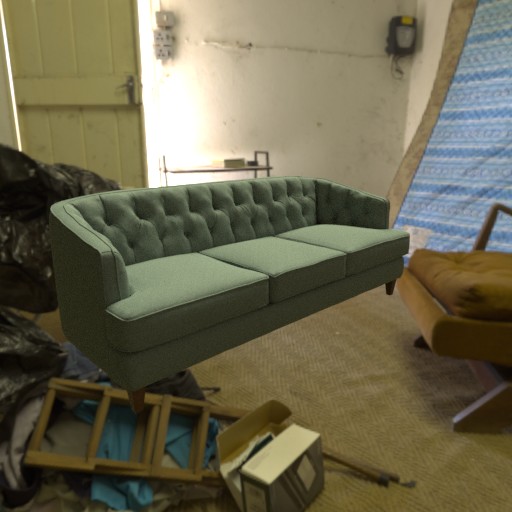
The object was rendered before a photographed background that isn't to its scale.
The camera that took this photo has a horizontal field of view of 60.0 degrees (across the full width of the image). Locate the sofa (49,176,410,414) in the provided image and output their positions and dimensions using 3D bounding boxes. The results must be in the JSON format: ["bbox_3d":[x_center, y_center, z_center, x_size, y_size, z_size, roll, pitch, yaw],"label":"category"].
[{"bbox_3d":[0.000,0.000,2.758,2.278,0.855,0.941,-14,21,-42],"label":"sofa"}]
